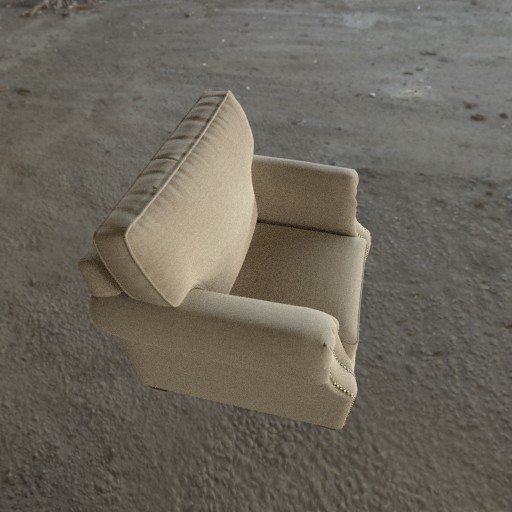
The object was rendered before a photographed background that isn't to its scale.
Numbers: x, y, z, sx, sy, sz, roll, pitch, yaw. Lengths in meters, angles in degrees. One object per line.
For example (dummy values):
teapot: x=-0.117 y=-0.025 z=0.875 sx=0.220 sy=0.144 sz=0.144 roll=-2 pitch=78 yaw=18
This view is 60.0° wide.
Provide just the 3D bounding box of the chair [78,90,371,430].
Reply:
chair: x=0.000 y=0.000 z=1.849 sx=0.965 sy=0.961 sz=1.092 roll=10 pitch=46 yaw=10
